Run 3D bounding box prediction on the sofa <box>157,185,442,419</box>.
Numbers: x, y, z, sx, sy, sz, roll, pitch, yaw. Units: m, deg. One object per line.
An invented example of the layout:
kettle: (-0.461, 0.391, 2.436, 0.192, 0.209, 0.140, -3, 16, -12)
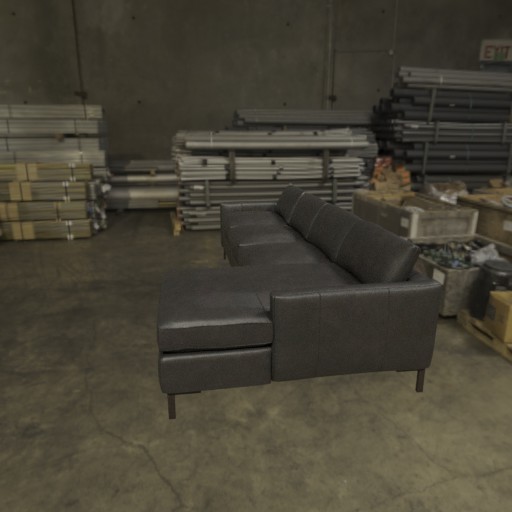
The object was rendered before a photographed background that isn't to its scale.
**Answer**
sofa: (0.000, 0.000, 3.638, 1.471, 0.859, 2.993, -3, 16, -9)
